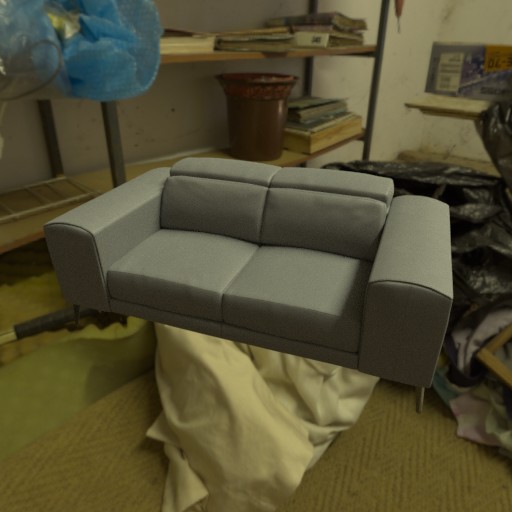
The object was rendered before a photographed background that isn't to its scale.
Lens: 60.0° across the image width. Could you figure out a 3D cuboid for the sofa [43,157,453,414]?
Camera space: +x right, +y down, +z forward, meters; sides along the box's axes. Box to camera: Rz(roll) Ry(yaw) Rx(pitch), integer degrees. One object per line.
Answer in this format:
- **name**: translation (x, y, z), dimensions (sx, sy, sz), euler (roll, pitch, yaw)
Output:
- **sofa**: translation (0.000, 0.000, 2.382), dimensions (1.895, 0.779, 1.003), euler (10, 29, 18)
